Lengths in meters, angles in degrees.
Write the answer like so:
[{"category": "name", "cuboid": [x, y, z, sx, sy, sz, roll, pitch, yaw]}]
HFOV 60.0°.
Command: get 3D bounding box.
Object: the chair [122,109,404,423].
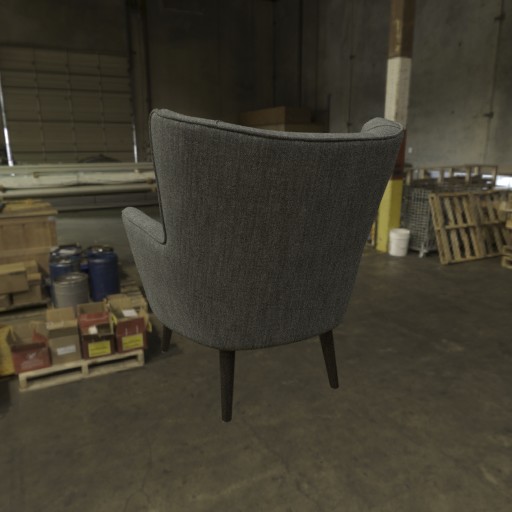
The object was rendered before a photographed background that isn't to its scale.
[{"category": "chair", "cuboid": [0.000, 0.000, 1.557, 0.781, 0.933, 0.888, -7, 16, -27]}]
